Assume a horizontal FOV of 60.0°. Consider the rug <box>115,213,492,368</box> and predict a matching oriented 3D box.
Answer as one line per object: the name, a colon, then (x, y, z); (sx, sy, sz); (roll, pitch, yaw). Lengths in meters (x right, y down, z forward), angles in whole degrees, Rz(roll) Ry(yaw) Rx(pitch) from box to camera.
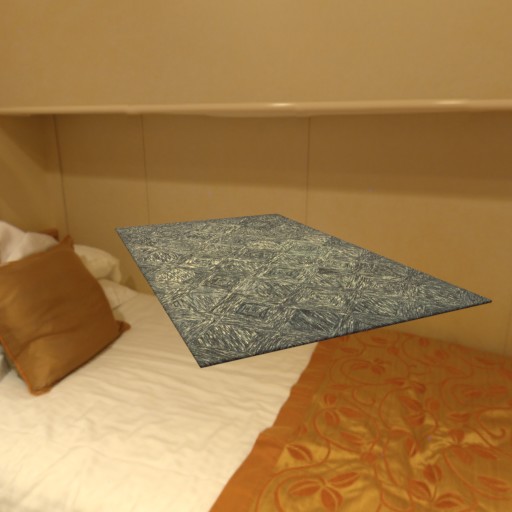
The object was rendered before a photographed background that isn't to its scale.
rug: (0.000, 0.000, 2.883); (1.478, 0.017, 2.330); (-7, 18, -23)
